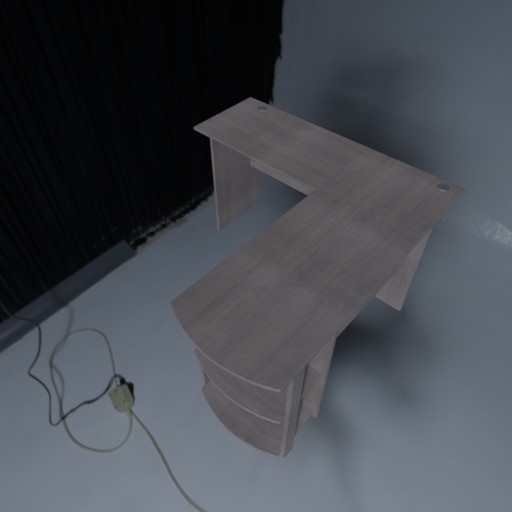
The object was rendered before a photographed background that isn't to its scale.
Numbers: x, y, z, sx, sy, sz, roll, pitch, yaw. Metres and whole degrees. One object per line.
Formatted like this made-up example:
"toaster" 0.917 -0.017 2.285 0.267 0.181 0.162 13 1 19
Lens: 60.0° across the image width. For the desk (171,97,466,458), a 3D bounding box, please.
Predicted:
"desk" 0.000 0.000 2.188 1.303 0.716 1.361 33 54 27
